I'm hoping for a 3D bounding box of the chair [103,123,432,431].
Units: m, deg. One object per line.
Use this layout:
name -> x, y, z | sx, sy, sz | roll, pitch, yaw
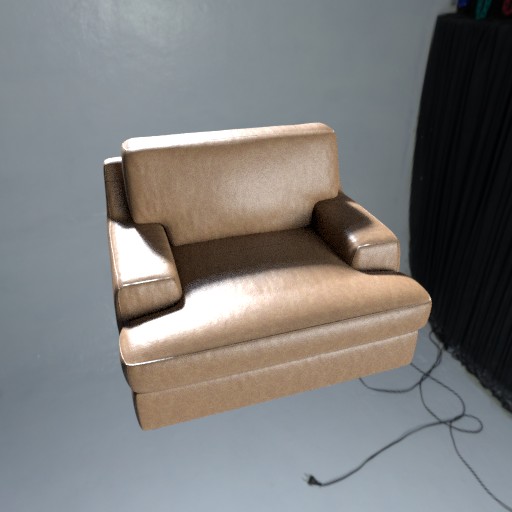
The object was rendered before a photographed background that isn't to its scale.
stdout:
chair -> 0.000, 0.000, 2.026 | 1.276, 0.978, 1.050 | -9, 32, -15
